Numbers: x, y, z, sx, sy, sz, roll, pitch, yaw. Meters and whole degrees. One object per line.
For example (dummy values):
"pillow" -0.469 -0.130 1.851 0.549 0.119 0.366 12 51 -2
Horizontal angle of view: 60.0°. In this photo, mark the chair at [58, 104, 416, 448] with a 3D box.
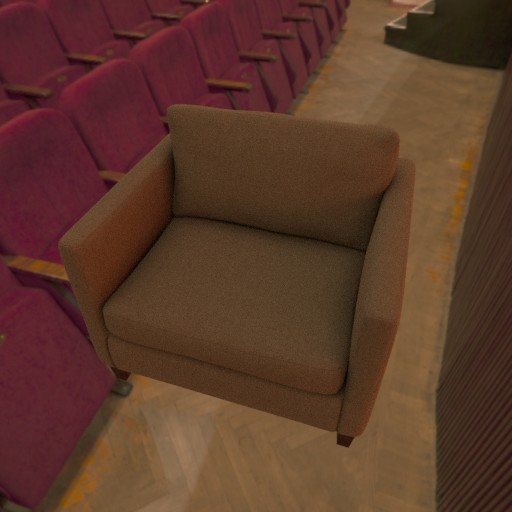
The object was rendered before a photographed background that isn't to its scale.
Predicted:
"chair" 0.000 0.000 1.784 1.107 0.963 0.959 12 42 13
